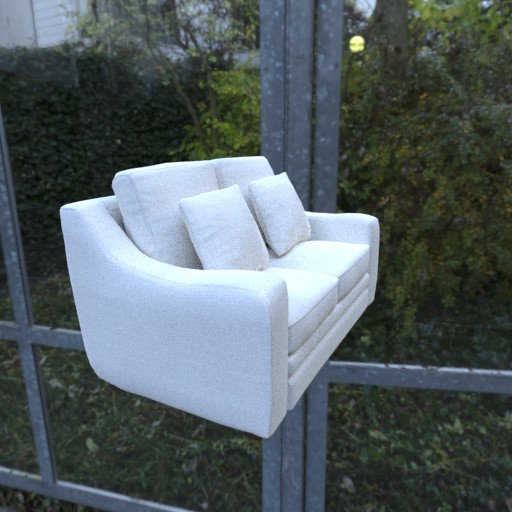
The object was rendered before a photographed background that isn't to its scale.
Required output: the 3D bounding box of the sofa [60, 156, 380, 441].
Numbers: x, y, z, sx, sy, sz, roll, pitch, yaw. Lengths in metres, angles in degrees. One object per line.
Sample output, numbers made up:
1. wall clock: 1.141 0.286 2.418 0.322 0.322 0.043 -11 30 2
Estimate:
1. sofa: 0.000 0.000 2.474 1.040 1.047 1.744 8 17 27
